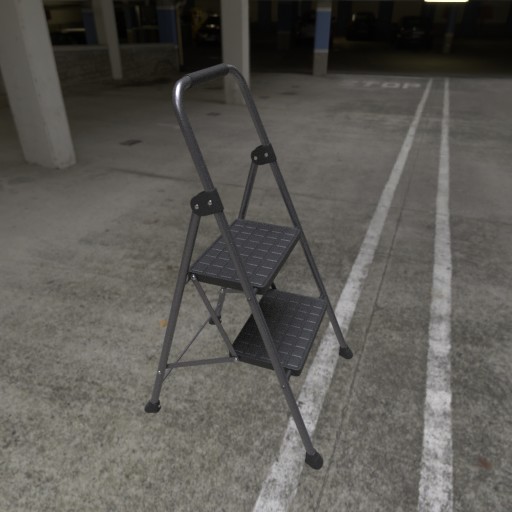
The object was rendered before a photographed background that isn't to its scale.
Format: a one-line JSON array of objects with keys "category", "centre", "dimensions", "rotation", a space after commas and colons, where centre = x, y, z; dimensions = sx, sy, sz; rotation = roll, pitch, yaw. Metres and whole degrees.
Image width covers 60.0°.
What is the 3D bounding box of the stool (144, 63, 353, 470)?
[{"category": "stool", "centre": [0.000, 0.000, 1.124], "dimensions": [0.514, 0.872, 0.450], "rotation": [11, 32, 18]}]
